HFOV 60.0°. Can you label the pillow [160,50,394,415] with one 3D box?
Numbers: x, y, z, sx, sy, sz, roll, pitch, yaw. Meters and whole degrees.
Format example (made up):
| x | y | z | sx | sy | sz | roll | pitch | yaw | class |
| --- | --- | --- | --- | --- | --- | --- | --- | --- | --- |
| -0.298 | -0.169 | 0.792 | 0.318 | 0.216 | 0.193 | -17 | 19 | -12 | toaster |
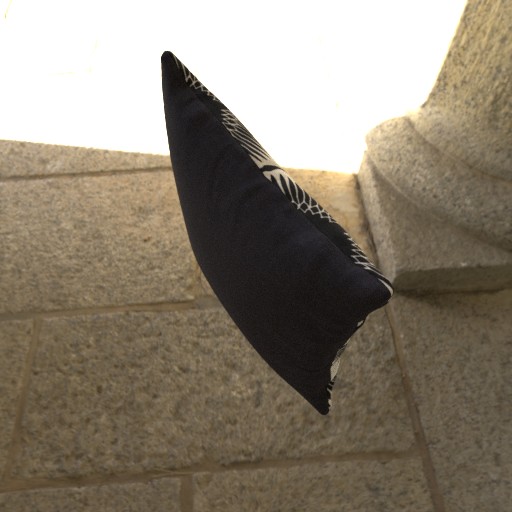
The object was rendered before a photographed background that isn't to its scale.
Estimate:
| x | y | z | sx | sy | sz | roll | pitch | yaw | class |
| --- | --- | --- | --- | --- | --- | --- | --- | --- | --- |
| 0.000 | 0.000 | 0.660 | 0.139 | 0.432 | 0.432 | -29 | 62 | -17 | pillow |
